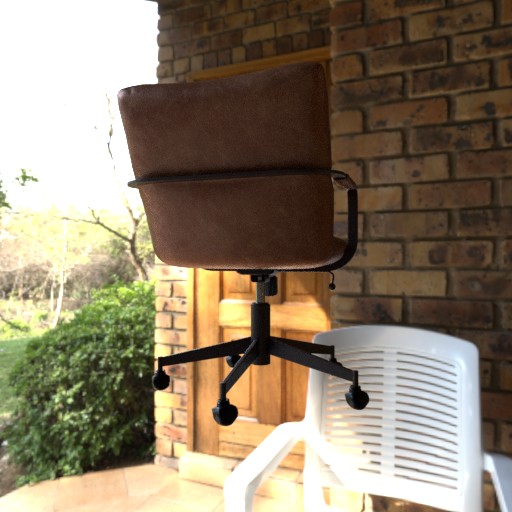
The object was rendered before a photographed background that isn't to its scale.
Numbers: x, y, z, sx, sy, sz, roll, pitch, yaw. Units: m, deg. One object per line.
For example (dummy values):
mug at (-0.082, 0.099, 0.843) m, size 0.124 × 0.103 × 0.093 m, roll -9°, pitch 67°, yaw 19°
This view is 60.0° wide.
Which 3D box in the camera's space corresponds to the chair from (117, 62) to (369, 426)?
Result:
chair at (0.000, 0.000, 1.460) m, size 0.727 × 0.922 × 0.754 m, roll 0°, pitch -1°, yaw 18°
